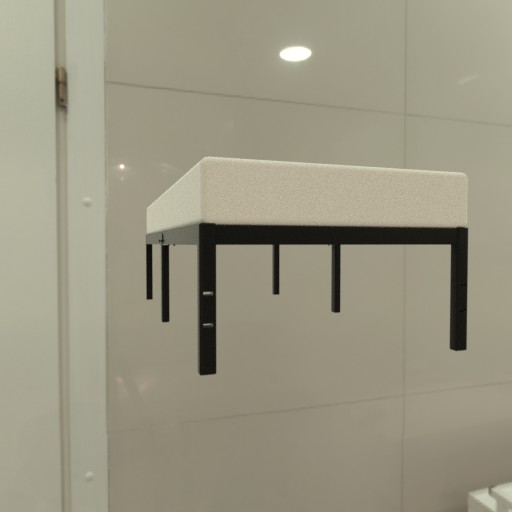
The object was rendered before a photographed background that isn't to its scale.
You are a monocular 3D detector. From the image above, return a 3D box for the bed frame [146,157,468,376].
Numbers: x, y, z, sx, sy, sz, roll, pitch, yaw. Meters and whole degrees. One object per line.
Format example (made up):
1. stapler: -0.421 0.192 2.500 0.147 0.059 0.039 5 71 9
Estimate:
1. bed frame: 0.000 0.000 2.399 1.023 0.659 1.950 -1 2 -19
